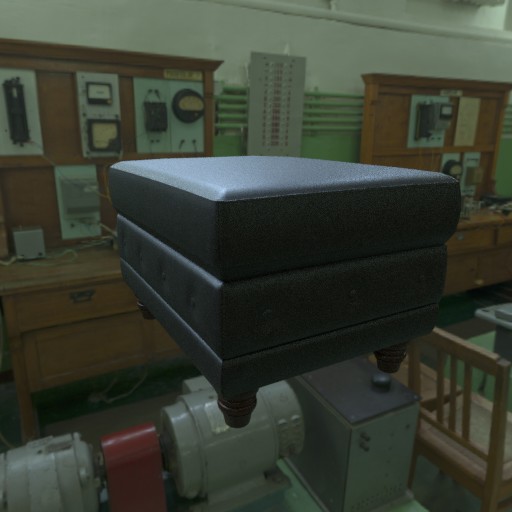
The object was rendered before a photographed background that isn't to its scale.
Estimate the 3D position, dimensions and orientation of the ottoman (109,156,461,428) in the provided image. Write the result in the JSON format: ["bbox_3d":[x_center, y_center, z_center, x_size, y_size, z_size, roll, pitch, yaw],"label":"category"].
[{"bbox_3d":[0.000,0.000,1.190,0.590,0.498,0.795,-9,18,-28],"label":"ottoman"}]
